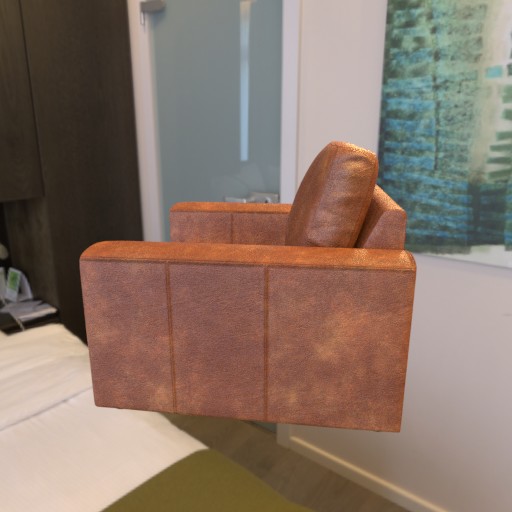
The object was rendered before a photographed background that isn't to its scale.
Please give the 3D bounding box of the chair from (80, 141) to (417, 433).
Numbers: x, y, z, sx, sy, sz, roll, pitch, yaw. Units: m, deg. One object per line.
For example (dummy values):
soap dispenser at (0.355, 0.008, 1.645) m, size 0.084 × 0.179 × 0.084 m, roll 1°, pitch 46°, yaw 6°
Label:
chair at (0.000, 0.000, 1.759) m, size 1.016 × 0.873 × 1.005 m, roll 2°, pitch 16°, yaw 8°
